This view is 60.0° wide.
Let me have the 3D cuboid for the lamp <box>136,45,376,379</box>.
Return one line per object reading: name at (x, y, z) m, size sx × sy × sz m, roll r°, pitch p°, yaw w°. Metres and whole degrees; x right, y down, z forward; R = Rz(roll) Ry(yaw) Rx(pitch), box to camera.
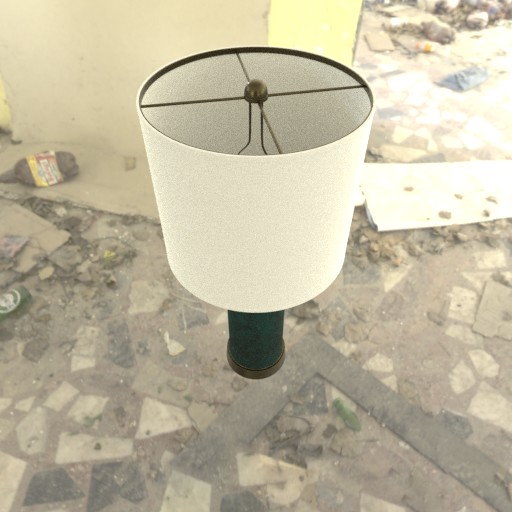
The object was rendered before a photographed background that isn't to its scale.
lamp at (0.000, 0.000, 0.780) m, size 0.301 × 0.630 × 0.301 m, roll 25°, pitch 51°, yaw 23°
